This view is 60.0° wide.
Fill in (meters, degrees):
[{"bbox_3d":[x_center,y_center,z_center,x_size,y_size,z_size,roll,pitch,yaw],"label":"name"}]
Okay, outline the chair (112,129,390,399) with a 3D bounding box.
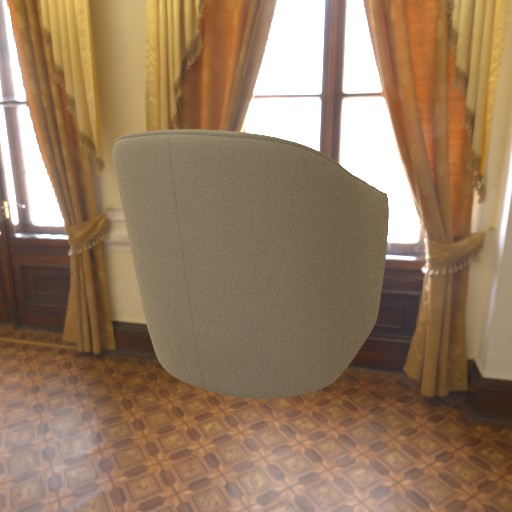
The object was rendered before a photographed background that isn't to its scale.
[{"bbox_3d":[0.000,0.000,1.489,0.747,0.799,0.875,7,16,26],"label":"chair"}]
